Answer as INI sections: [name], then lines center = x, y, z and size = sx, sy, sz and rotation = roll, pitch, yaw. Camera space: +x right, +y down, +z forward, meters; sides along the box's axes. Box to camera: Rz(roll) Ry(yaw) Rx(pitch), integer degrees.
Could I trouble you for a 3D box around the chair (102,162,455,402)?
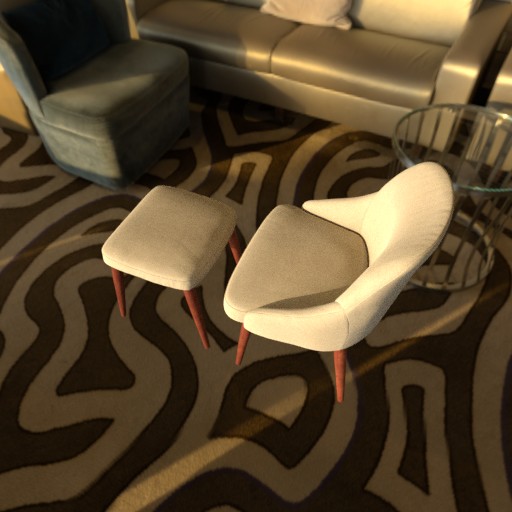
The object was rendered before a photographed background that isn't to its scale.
[chair]
center = 0.000, 0.000, 1.610
size = 1.114, 0.866, 0.584
rotation = 17, 51, 15
